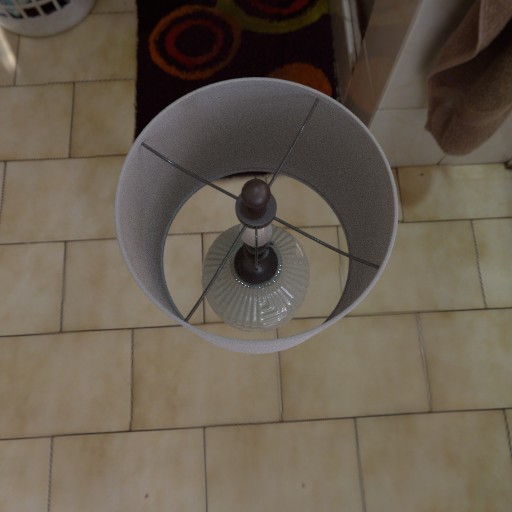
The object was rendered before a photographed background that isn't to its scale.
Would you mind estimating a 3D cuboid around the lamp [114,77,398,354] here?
[{"bbox_3d":[0.000,0.000,0.736,0.318,0.567,0.318,0,75,0],"label":"lamp"}]
